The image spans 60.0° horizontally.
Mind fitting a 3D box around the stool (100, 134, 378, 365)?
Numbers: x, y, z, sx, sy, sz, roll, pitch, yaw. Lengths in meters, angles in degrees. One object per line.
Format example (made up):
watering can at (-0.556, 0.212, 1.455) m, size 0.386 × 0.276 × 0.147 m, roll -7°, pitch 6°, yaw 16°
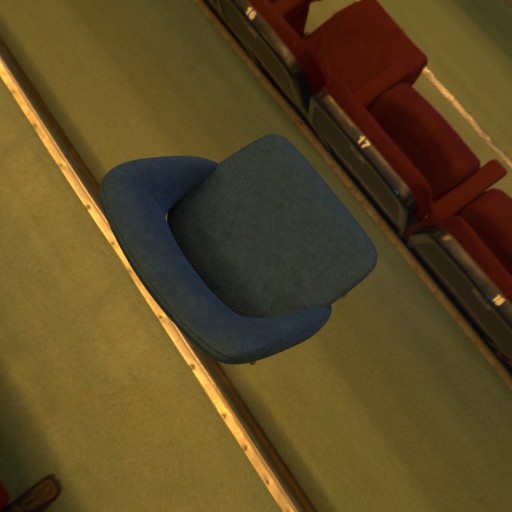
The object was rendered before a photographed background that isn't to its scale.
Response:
stool at (0.000, 0.000, 1.254) m, size 0.524 × 0.925 × 0.536 m, roll -35°, pitch 78°, yaw -8°
